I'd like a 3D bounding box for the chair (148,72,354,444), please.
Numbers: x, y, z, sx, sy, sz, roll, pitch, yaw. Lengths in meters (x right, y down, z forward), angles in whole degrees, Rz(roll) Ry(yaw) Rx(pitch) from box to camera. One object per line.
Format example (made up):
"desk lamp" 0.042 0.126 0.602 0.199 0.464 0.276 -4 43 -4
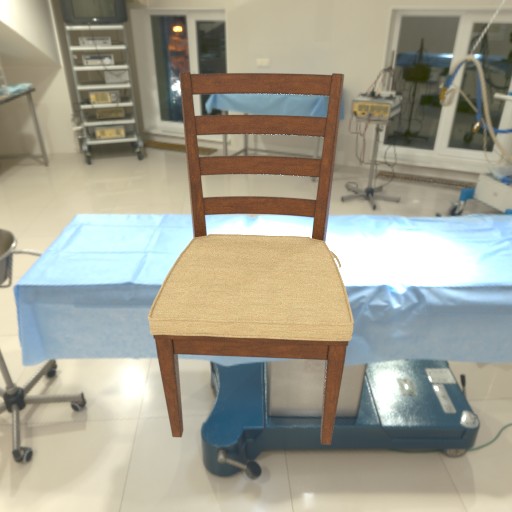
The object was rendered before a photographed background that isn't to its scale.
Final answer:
"chair" 0.000 0.000 1.351 0.593 0.979 0.595 2 29 3
